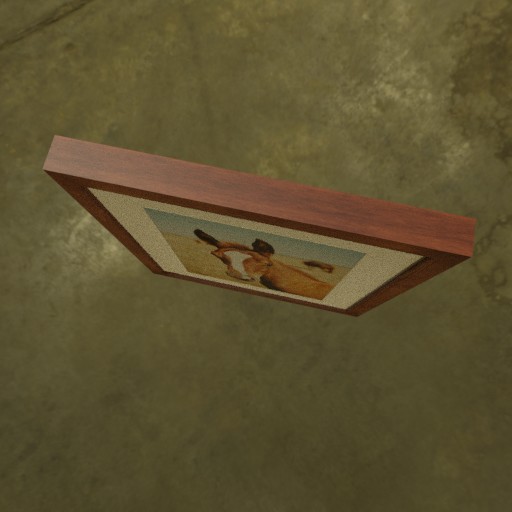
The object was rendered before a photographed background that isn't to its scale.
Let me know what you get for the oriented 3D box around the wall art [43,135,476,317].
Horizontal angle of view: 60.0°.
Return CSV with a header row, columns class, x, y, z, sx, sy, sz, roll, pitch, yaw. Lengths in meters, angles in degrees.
class,x,y,z,sx,sy,sz,roll,pitch,yaw
wall art,0.000,0.000,0.521,0.330,0.381,0.030,12,76,3
